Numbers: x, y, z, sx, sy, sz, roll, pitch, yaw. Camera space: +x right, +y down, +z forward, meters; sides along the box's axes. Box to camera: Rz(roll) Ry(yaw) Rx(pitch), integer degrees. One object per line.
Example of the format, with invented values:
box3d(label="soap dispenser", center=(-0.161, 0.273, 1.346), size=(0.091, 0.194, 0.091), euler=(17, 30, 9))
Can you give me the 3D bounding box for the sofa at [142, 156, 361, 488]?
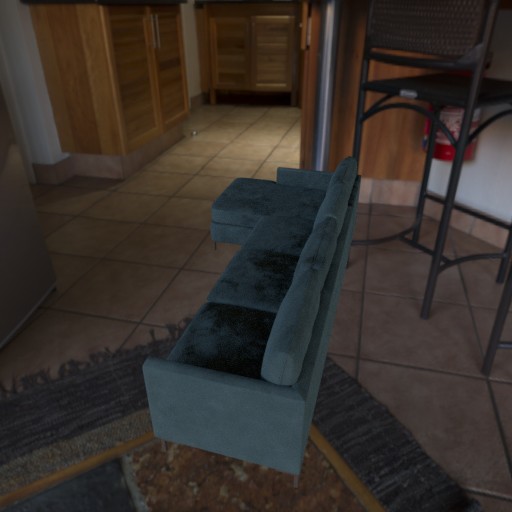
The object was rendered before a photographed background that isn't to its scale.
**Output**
box3d(label="sofa", center=(0.000, 0.000, 3.888), size=(1.500, 0.967, 3.400), euler=(8, 32, 14))
